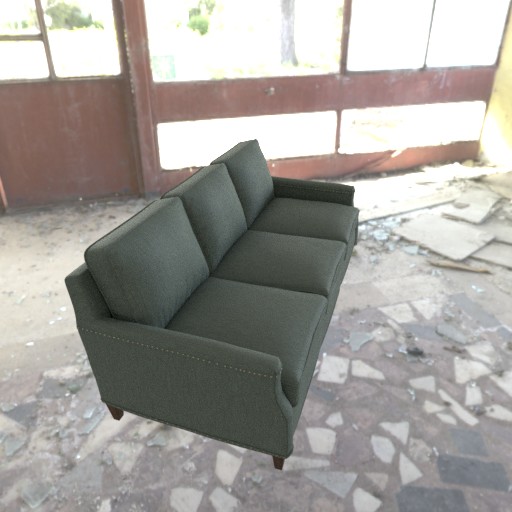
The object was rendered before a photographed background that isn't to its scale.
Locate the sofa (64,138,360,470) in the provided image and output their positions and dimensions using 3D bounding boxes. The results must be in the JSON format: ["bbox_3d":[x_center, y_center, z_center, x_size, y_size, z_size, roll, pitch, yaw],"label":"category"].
[{"bbox_3d":[0.000,0.000,2.857,1.084,1.003,2.246,9,30,16],"label":"sofa"}]
